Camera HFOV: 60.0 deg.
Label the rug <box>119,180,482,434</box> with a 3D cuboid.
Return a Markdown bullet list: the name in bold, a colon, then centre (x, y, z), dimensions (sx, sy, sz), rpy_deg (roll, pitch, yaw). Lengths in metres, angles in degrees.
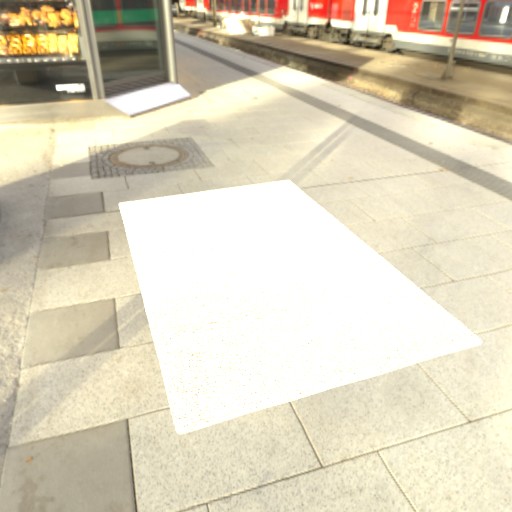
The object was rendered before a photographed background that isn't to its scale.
- **rug**: centre (0.000, 0.000, 3.386), dimensions (1.778, 0.030, 2.743), rpy_deg (-11, 32, -17)
